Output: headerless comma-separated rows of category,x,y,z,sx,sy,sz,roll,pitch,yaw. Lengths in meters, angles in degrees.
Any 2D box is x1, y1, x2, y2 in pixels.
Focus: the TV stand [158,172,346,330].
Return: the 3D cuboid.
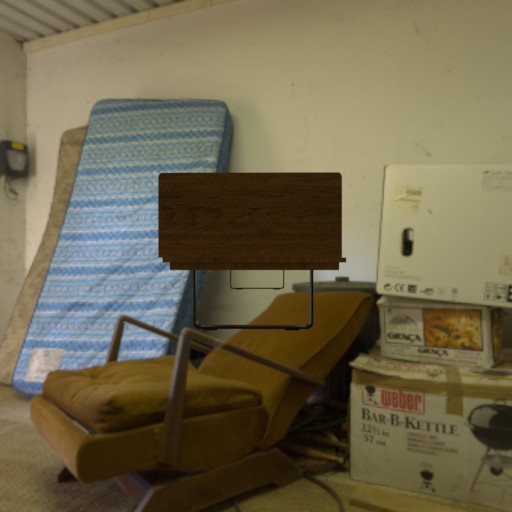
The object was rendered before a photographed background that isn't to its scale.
TV stand,0.000,0.000,1.998,0.467,0.415,1.796,0,0,1
